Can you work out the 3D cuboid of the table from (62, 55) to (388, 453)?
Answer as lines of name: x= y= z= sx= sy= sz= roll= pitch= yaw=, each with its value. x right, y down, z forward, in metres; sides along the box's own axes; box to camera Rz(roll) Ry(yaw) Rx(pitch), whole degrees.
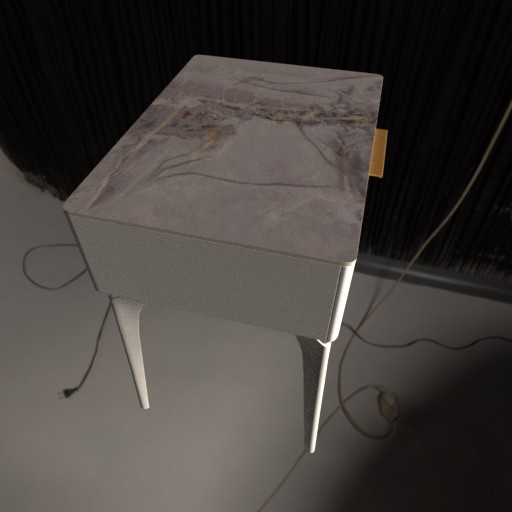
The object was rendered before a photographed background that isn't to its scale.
table: x=0.000 y=0.000 z=0.898 sx=0.400 sy=0.570 sz=0.500 roll=11 pitch=47 yaw=10
